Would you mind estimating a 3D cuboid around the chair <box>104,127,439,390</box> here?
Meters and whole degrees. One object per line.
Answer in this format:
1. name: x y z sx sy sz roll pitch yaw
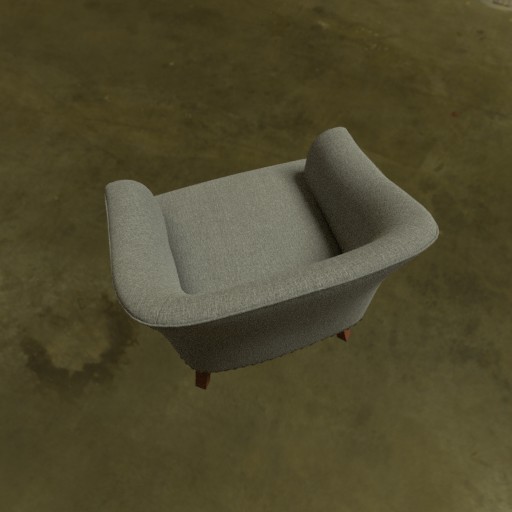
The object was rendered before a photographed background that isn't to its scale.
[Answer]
1. chair: 0.000 0.000 1.404 0.798 0.815 0.704 -16 60 -10
